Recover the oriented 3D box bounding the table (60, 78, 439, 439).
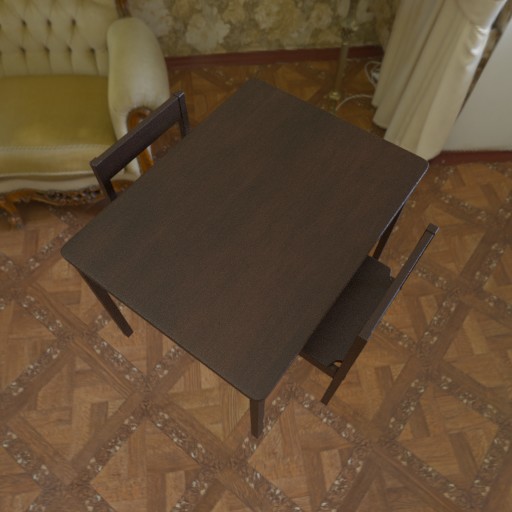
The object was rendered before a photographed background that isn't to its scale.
[{"bbox_3d":[0.000,0.000,1.112,0.672,0.503,0.650,32,65,17],"label":"table"}]
